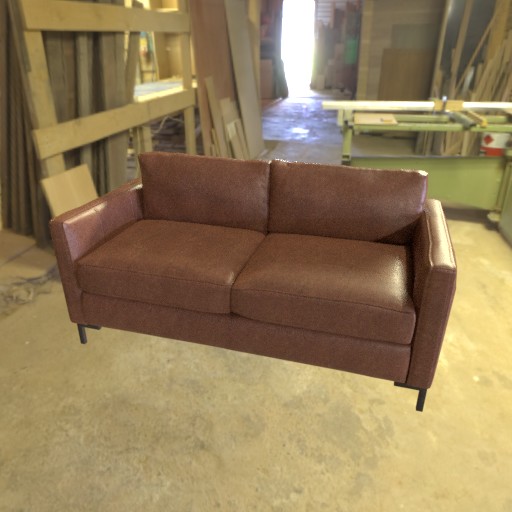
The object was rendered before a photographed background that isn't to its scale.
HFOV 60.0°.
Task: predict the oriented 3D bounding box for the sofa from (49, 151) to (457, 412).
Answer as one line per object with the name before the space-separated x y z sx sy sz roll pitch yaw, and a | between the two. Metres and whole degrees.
sofa | 0.000 0.000 2.264 1.797 0.883 0.899 7 26 15
